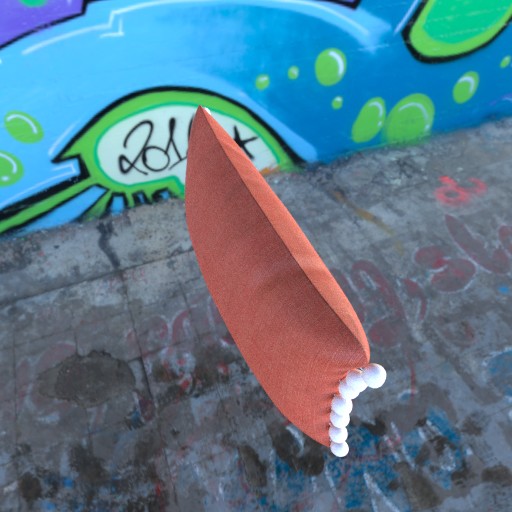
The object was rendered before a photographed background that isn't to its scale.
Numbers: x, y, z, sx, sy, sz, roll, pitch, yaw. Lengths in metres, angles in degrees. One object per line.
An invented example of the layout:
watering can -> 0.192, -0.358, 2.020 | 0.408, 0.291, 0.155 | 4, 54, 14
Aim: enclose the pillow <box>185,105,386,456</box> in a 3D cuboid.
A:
pillow -> 0.000, 0.000, 0.835 | 0.201, 0.322, 0.709 | -17, 49, -15
